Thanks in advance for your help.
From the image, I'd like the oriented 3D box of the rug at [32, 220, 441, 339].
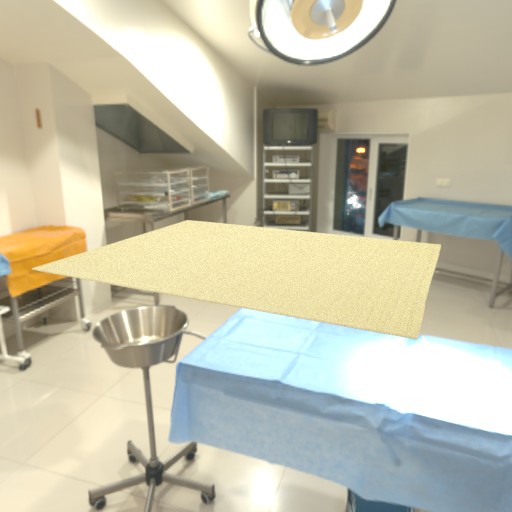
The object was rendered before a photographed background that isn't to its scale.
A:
[{"bbox_3d":[0.000,0.000,4.281,3.204,0.016,2.452,7,17,24],"label":"rug"}]
